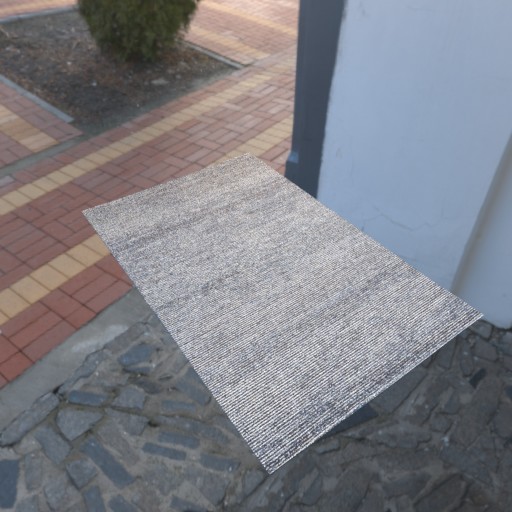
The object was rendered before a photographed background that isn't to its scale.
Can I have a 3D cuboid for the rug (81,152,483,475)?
[{"bbox_3d":[0.000,0.000,2.155,1.135,0.010,1.740,-25,47,-26],"label":"rug"}]
